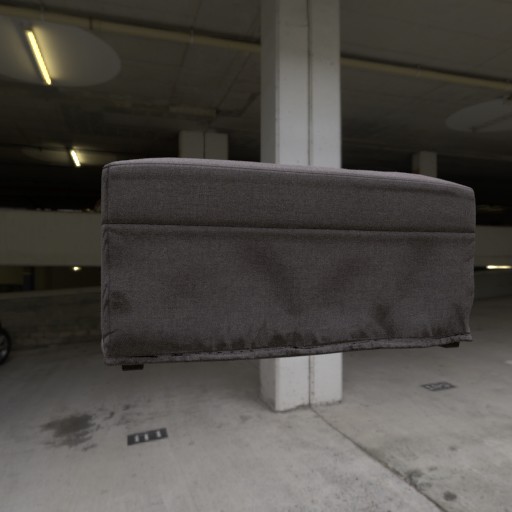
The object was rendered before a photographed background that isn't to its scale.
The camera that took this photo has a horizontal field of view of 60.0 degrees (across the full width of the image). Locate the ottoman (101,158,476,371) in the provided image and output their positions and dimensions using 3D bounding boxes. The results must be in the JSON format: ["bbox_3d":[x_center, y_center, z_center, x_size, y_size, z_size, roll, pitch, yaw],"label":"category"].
[{"bbox_3d":[0.000,0.000,1.287,0.840,0.436,0.843,0,-1,-18],"label":"ottoman"}]
